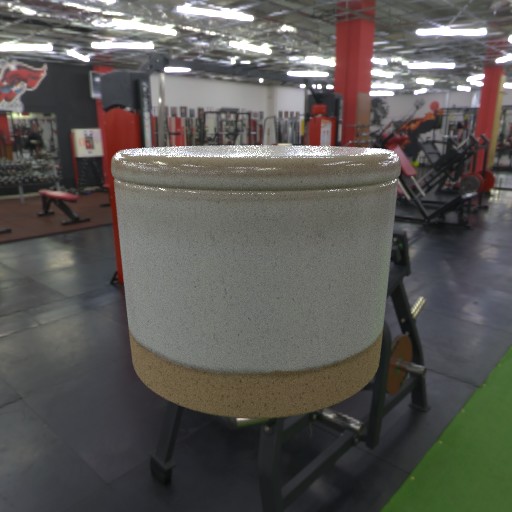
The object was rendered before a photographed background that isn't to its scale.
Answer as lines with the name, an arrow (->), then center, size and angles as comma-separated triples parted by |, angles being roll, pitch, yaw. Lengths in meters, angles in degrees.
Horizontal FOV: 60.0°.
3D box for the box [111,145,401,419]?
box -> 0.000, 0.000, 0.261 | 0.154, 0.123, 0.154 | 0, 16, 0
